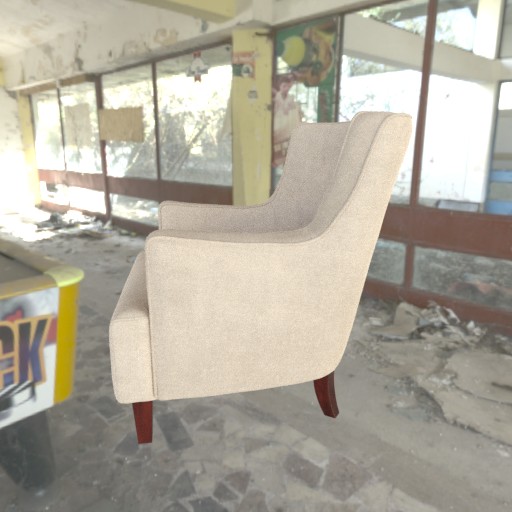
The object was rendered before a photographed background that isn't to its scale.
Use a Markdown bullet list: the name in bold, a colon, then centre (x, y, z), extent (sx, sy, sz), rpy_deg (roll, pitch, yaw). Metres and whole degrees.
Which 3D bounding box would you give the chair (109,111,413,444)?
- **chair**: centre (0.000, 0.000, 1.534), extent (0.910, 0.920, 0.781), rpy_deg (-2, 14, -9)
